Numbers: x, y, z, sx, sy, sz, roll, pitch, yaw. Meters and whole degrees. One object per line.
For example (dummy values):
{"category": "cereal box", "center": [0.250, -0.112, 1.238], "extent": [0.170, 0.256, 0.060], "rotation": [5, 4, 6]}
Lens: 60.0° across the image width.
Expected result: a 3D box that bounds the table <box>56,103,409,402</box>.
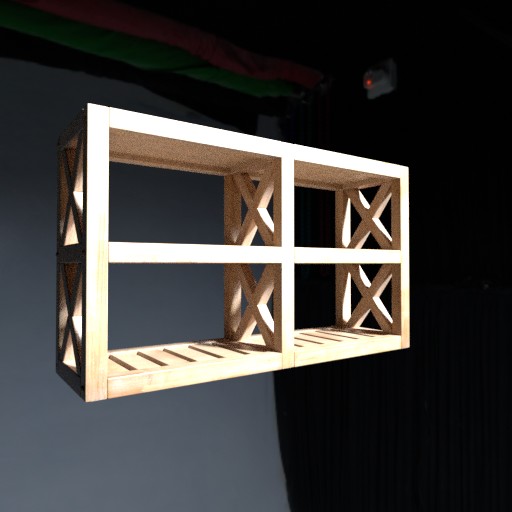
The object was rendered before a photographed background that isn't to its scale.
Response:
{"category": "table", "center": [0.000, 0.000, 1.652], "extent": [1.320, 0.762, 0.381], "rotation": [1, -1, -35]}
